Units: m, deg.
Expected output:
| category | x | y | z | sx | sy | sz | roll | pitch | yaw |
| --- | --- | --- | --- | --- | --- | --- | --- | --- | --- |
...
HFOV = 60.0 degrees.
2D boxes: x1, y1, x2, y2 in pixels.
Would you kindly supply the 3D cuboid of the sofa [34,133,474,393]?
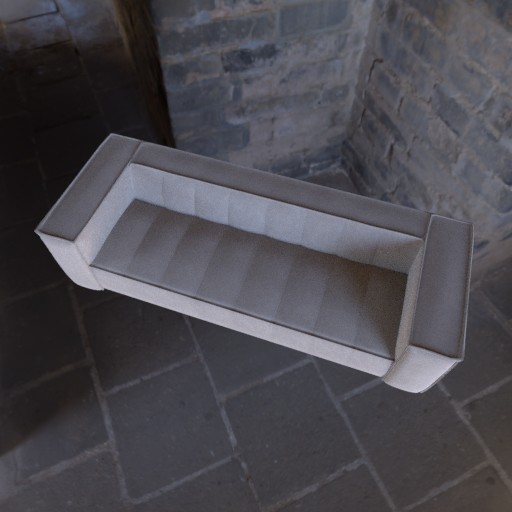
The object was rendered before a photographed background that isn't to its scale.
| category | x | y | z | sx | sy | sz | roll | pitch | yaw |
| --- | --- | --- | --- | --- | --- | --- | --- | --- | --- |
| sofa | 0.000 | 0.000 | 3.107 | 2.697 | 0.680 | 1.038 | 16 | 59 | 10 |
